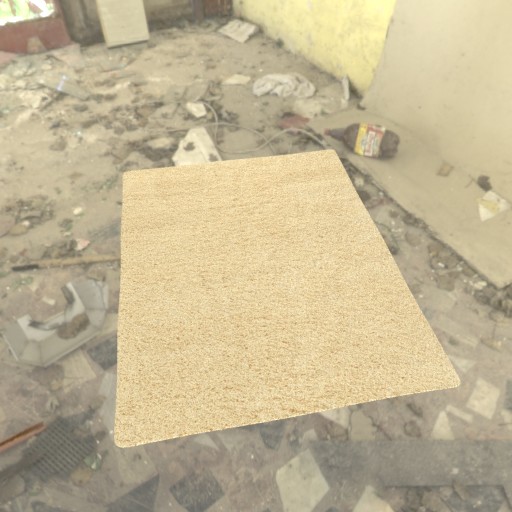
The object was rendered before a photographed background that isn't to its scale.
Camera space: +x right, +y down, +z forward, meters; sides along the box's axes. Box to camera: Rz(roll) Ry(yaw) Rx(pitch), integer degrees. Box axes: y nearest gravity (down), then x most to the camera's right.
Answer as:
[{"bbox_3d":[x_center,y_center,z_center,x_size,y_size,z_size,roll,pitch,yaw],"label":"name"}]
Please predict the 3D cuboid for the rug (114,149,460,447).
[{"bbox_3d":[0.000,0.000,3.985,2.401,0.025,3.001,-8,47,-7],"label":"rug"}]
